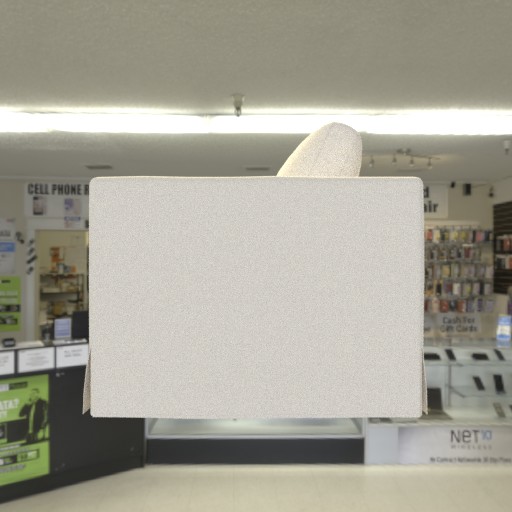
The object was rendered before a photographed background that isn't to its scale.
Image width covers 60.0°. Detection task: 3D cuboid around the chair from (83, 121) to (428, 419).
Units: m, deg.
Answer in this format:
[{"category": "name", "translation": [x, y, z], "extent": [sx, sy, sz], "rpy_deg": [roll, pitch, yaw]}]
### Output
[{"category": "chair", "translation": [0.000, 0.000, 1.767], "extent": [0.957, 0.878, 1.150], "rpy_deg": [0, 0, 0]}]
